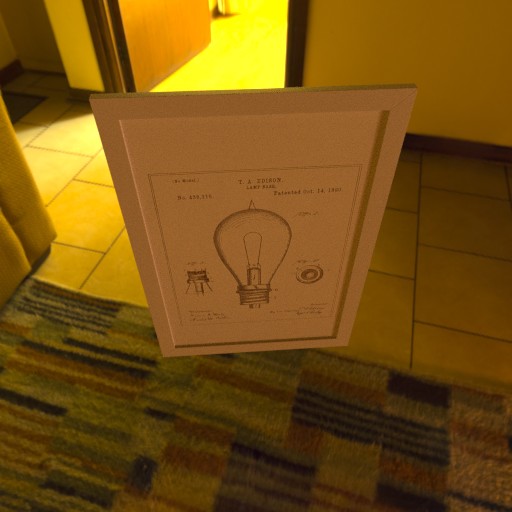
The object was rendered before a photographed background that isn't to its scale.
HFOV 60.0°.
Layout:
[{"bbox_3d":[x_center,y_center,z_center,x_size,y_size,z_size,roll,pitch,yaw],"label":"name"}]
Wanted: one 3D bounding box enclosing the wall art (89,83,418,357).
[{"bbox_3d":[0.000,0.000,0.611,0.325,0.474,0.010,-3,46,-3],"label":"wall art"}]
